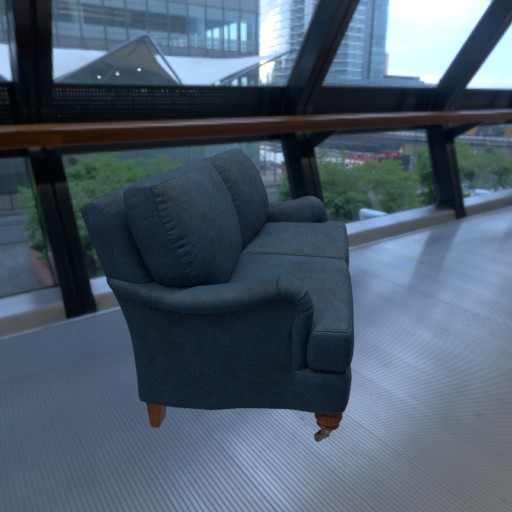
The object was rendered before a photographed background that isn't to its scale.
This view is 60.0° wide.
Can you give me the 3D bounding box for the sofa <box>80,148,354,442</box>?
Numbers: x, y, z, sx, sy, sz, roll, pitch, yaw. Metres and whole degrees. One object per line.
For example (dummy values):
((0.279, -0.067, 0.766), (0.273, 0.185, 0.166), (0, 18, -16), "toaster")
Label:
((0.000, 0.000, 2.576), (1.084, 1.101, 1.853), (3, 18, 9), "sofa")
